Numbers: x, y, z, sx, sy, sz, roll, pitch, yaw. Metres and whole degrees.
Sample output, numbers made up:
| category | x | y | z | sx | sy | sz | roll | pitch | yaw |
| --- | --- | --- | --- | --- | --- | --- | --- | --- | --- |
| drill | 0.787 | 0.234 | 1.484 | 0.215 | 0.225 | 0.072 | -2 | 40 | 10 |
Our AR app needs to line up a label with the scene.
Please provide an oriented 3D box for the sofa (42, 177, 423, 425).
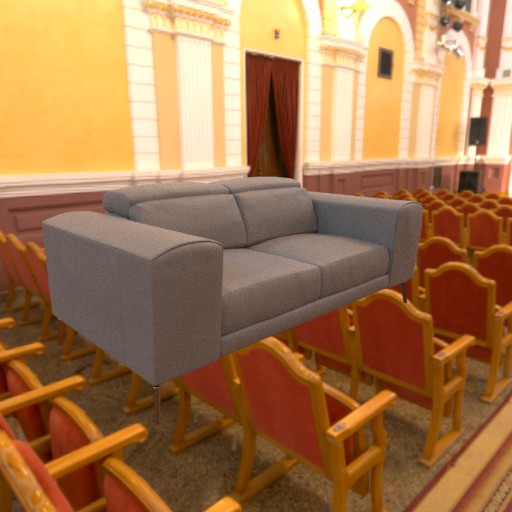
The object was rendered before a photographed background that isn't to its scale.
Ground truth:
| category | x | y | z | sx | sy | sz | roll | pitch | yaw |
| --- | --- | --- | --- | --- | --- | --- | --- | --- | --- |
| sofa | 0.000 | 0.000 | 2.426 | 1.895 | 0.779 | 1.003 | -13 | 19 | -42 |
